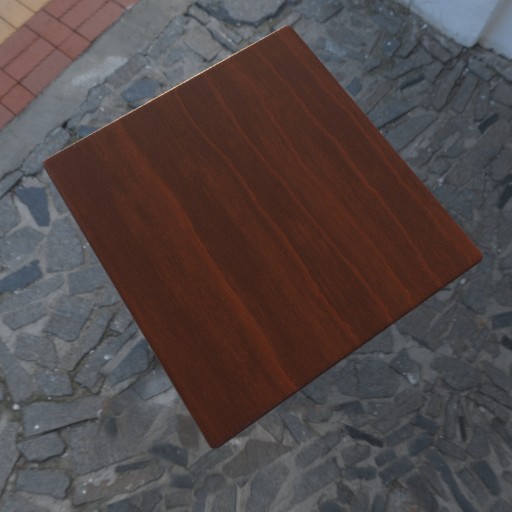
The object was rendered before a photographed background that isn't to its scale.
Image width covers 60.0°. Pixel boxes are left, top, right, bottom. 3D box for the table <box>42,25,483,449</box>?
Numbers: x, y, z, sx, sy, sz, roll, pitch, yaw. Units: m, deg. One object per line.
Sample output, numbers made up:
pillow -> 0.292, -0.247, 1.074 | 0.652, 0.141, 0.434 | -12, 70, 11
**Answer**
table -> 0.000, 0.000, 0.978 | 0.500, 0.567, 0.533 | -33, 77, -9
